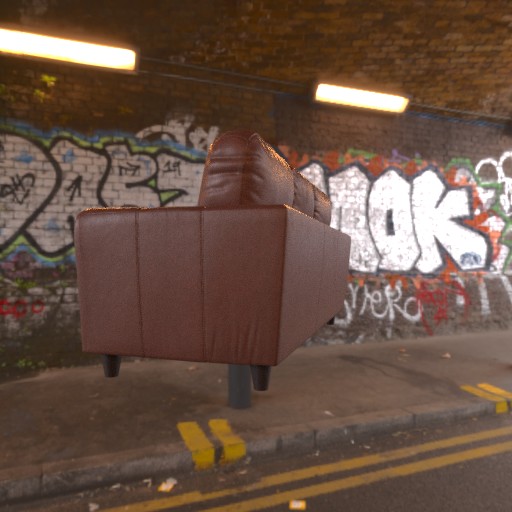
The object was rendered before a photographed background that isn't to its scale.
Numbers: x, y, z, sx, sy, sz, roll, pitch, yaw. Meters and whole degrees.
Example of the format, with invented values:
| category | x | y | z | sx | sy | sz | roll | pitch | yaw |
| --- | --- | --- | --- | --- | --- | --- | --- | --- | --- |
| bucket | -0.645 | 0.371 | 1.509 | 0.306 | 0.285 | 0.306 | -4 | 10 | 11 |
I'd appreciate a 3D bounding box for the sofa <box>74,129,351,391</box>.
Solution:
| category | x | y | z | sx | sy | sz | roll | pitch | yaw |
| --- | --- | --- | --- | --- | --- | --- | --- | --- | --- |
| sofa | 0.000 | 0.000 | 2.338 | 0.802 | 0.915 | 1.862 | 0 | 0 | 18 |
